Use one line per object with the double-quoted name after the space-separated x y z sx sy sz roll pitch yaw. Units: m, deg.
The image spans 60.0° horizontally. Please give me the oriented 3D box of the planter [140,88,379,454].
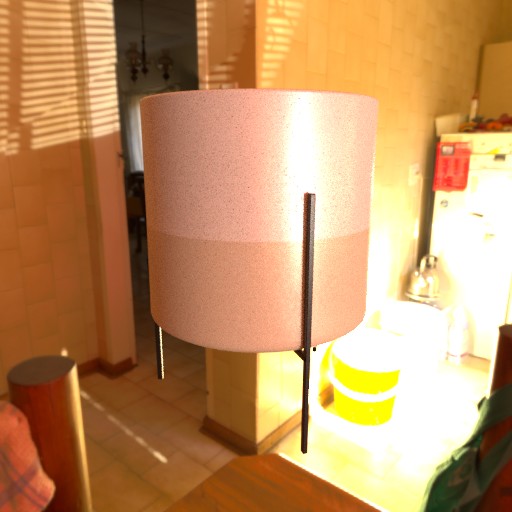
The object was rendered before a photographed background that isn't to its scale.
0.000 0.000 0.738 0.368 0.484 0.359 2 14 9 "planter"
